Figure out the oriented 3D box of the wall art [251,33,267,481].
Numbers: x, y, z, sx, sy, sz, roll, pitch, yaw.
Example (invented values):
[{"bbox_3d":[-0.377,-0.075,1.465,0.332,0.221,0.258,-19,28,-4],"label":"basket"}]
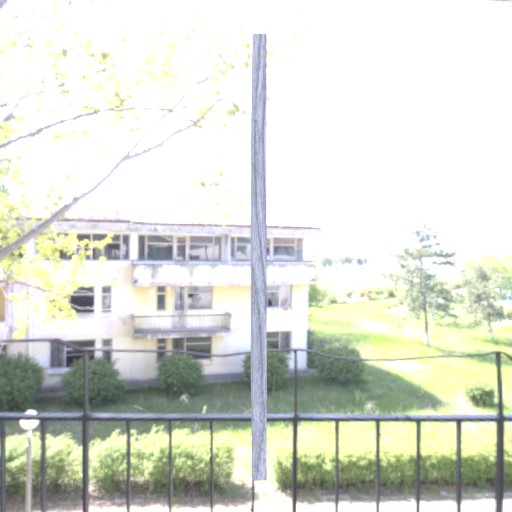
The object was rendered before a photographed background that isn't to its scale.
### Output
[{"bbox_3d":[0.000,0.000,0.757,0.016,0.507,0.508,0,1,-1],"label":"wall art"}]
